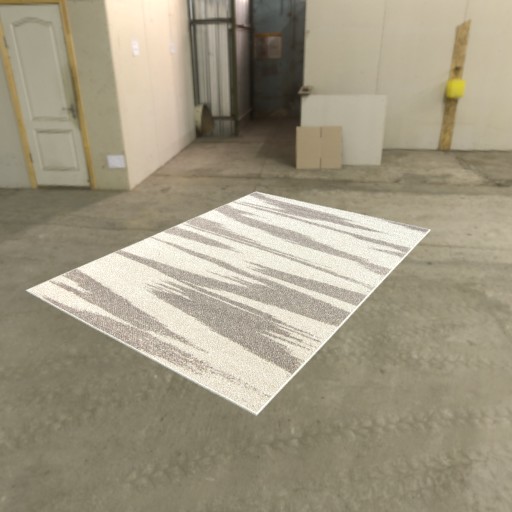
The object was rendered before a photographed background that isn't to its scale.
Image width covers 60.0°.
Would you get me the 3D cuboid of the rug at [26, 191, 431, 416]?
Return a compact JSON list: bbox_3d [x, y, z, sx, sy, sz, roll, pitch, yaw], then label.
[{"bbox_3d":[0.000,0.000,2.767,1.533,0.010,2.142,17,31,32],"label":"rug"}]
